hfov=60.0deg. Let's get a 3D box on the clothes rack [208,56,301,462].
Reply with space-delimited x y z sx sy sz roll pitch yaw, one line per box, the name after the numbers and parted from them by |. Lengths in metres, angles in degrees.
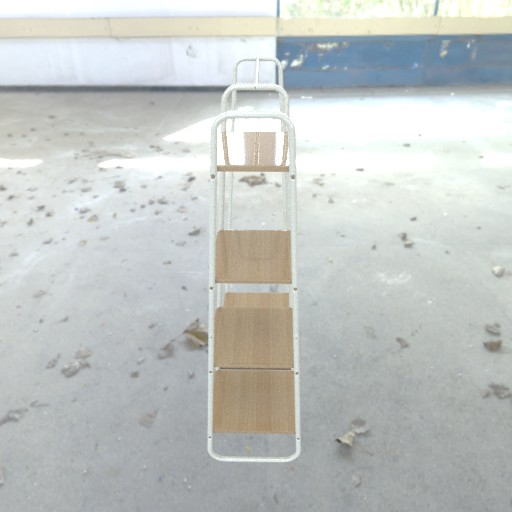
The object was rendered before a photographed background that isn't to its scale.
0.000 0.000 1.969 0.400 1.500 1.011 1 32 1 | clothes rack
